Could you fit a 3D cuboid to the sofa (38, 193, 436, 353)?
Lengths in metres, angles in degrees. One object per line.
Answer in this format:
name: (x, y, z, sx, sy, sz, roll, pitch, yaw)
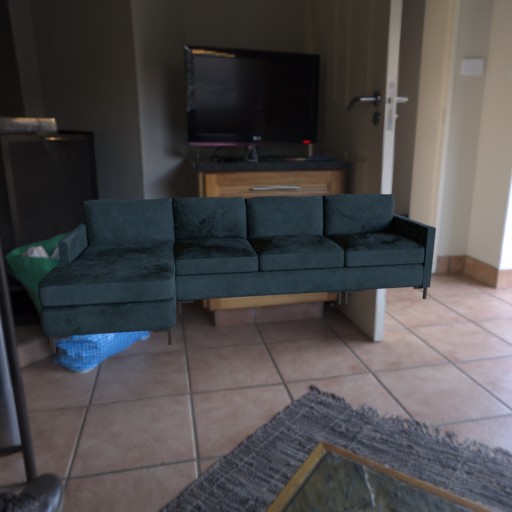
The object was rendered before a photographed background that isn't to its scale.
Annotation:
sofa: (0.000, 0.000, 4.088, 3.400, 0.967, 1.500, -2, 15, -9)
